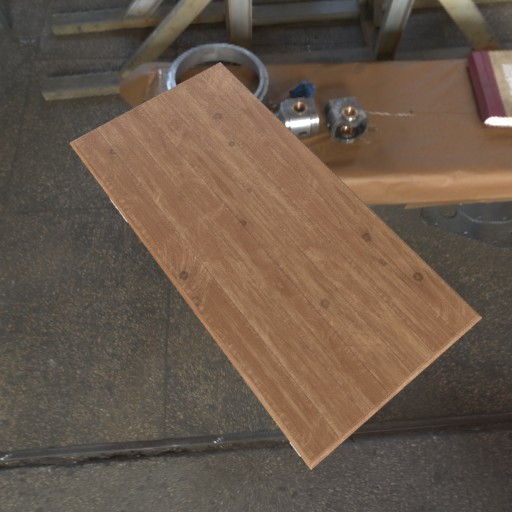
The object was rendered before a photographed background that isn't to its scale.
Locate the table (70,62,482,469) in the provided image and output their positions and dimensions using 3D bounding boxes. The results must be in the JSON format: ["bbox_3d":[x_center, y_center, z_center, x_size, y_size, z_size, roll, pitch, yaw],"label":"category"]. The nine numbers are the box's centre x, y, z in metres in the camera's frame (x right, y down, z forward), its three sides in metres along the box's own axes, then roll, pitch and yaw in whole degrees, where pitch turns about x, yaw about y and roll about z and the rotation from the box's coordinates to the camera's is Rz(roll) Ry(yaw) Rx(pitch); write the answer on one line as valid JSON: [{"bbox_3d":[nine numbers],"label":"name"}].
[{"bbox_3d":[0.000,0.000,1.414,0.559,0.458,1.118,-35,69,-15],"label":"table"}]
